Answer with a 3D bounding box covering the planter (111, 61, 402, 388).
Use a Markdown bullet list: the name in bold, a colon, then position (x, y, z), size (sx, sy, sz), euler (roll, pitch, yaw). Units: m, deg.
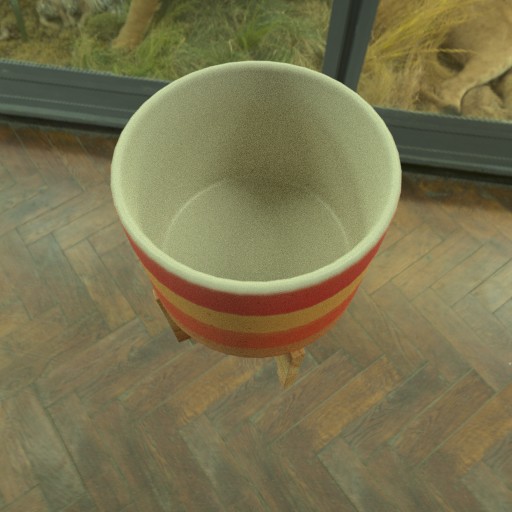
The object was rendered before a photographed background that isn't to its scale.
- **planter**: position (0.000, 0.000, 0.559), size (0.269, 0.379, 0.269), euler (0, 63, 0)
